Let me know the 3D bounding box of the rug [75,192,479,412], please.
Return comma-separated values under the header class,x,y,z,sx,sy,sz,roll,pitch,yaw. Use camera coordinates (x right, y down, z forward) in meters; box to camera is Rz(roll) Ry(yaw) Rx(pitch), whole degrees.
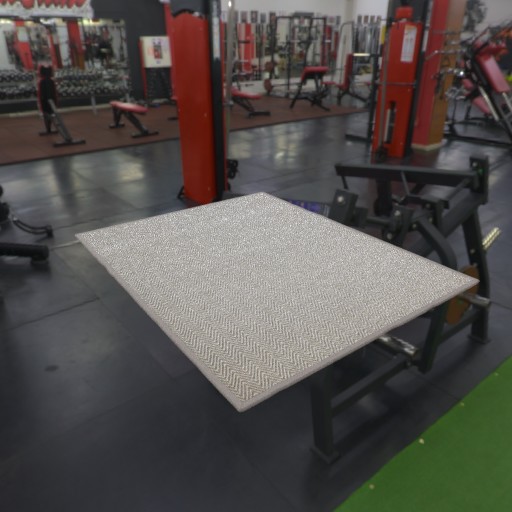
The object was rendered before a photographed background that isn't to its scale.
class,x,y,z,sx,sy,sz,roll,pitch,yaw
rug,0.000,0.000,4.124,2.434,0.032,3.007,-18,31,-32
